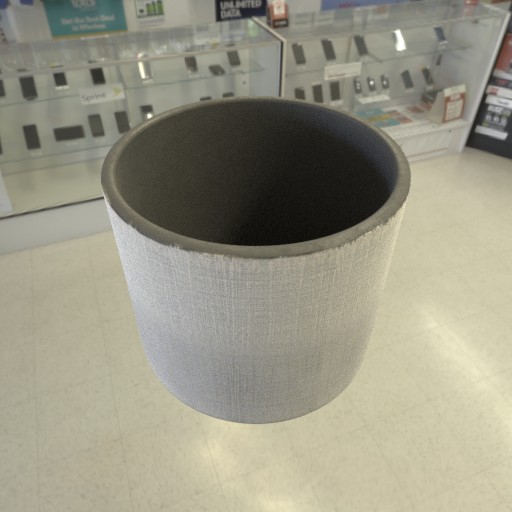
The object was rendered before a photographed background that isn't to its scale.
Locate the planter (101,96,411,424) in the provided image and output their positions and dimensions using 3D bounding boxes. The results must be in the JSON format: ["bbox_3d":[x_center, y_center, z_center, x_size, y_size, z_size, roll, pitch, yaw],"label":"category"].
[{"bbox_3d":[0.000,0.000,0.392,0.226,0.201,0.226,0,42,0],"label":"planter"}]
